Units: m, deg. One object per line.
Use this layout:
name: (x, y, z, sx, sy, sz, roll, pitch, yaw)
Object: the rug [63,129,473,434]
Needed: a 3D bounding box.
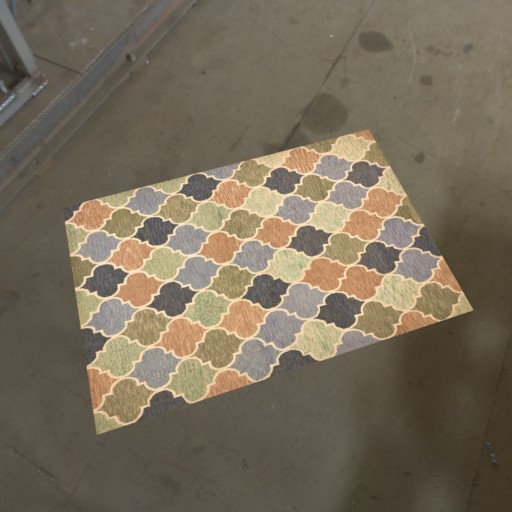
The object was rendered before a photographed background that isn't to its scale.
rug: (0.000, 0.000, 2.293, 1.828, 0.006, 1.216, -16, 64, -8)
